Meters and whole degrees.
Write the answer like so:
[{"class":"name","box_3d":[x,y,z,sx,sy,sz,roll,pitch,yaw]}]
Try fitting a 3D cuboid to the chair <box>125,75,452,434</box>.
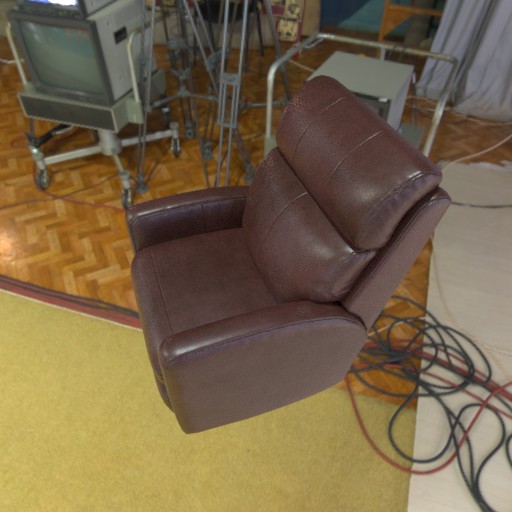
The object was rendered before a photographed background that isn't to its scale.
[{"class":"chair","box_3d":[0.000,0.000,1.658,0.939,1.016,0.787,-15,47,-14]}]
